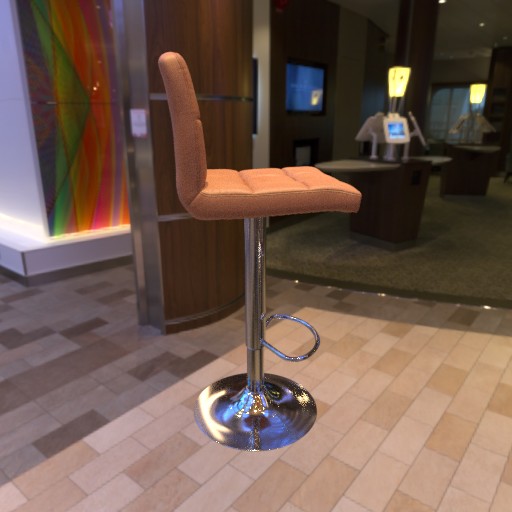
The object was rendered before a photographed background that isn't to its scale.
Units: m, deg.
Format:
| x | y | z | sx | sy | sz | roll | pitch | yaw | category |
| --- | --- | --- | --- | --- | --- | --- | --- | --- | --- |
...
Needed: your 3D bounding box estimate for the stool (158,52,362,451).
| x | y | z | sx | sy | sz | roll | pitch | yaw | category |
| --- | --- | --- | --- | --- | --- | --- | --- | --- | --- |
| 0.000 | 0.000 | 1.374 | 0.505 | 1.115 | 0.430 | -2 | 18 | -7 | stool |
